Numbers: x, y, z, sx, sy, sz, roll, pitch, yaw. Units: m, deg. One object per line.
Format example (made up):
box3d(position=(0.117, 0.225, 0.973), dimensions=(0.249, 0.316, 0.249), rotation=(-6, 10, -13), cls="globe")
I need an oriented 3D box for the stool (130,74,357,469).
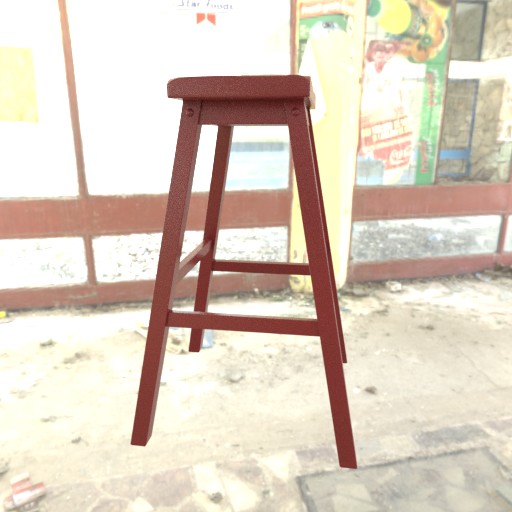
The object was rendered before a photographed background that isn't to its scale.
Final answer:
box3d(position=(0.000, 0.000, 1.034), dimensions=(0.476, 0.737, 0.457), rotation=(2, 16, 8), cls="stool")
